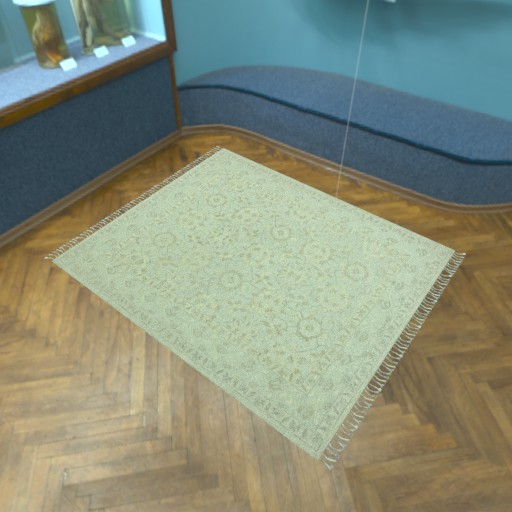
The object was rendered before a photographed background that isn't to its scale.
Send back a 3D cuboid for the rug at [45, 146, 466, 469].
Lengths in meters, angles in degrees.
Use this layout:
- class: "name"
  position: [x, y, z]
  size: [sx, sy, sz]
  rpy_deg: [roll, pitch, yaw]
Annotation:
- class: "rug"
  position: [0.000, 0.000, 4.076]
  size: [3.043, 0.013, 2.444]
  rpy_deg: [29, 52, 25]
